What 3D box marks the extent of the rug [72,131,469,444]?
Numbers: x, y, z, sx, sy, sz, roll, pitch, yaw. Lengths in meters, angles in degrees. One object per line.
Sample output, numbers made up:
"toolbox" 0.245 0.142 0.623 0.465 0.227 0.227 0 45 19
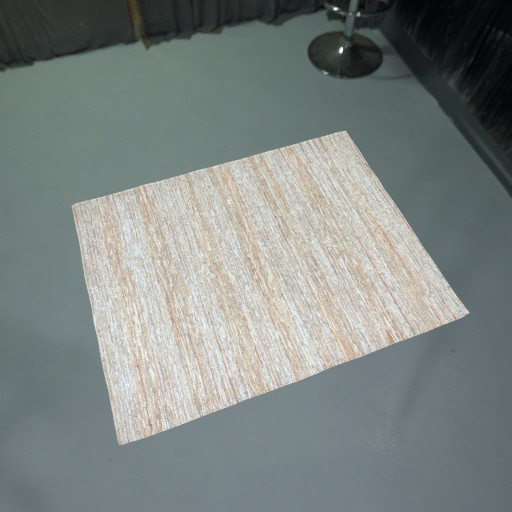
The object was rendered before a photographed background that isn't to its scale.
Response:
"rug" 0.000 0.000 3.964 2.939 0.009 2.313 -18 61 -10
